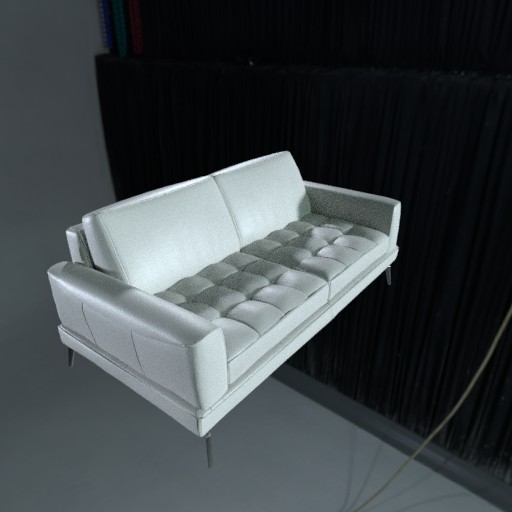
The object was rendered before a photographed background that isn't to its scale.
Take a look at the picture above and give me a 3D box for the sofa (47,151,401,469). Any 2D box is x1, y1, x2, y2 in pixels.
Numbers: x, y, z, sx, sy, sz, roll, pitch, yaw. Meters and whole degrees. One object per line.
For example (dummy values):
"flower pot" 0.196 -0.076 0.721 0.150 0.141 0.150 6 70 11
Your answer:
"sofa" 0.000 0.000 2.779 1.121 0.930 2.177 19 32 33
